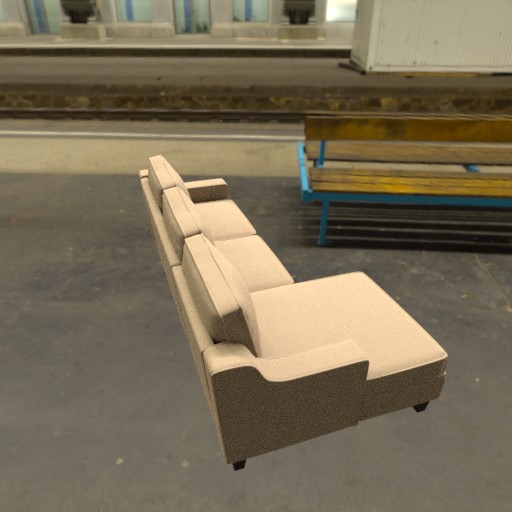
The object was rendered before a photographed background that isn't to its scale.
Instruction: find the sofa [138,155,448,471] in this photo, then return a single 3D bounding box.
[{"bbox_3d":[0.000,0.000,3.139,1.294,0.928,2.561,-10,32,-17],"label":"sofa"}]
